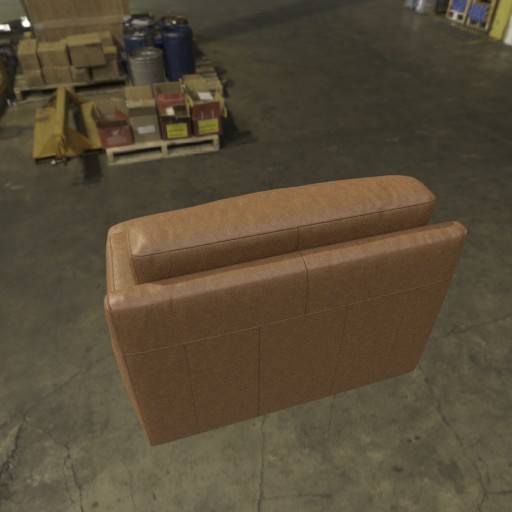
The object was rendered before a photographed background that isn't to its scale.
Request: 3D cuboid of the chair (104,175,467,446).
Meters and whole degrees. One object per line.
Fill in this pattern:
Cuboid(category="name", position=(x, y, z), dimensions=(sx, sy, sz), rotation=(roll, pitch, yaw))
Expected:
Cuboid(category="chair", position=(0.000, 0.000, 1.943), dimensions=(1.276, 0.978, 1.050), rotation=(-11, 42, -13))
